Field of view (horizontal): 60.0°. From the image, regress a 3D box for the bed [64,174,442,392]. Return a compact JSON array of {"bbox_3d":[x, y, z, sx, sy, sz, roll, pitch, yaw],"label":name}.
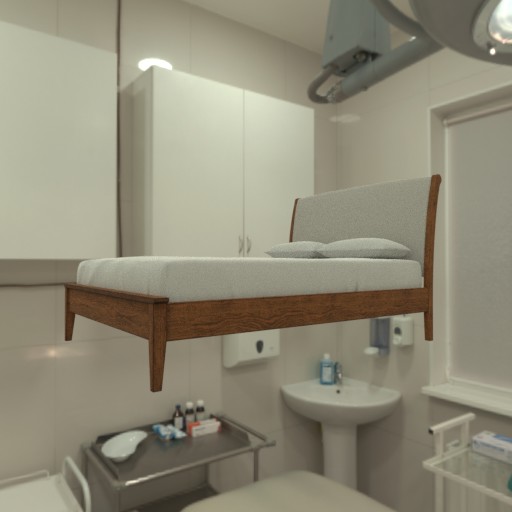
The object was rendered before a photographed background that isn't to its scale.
[{"bbox_3d":[0.000,0.000,3.005,2.108,1.135,1.502,1,-1,-36],"label":"bed"}]
